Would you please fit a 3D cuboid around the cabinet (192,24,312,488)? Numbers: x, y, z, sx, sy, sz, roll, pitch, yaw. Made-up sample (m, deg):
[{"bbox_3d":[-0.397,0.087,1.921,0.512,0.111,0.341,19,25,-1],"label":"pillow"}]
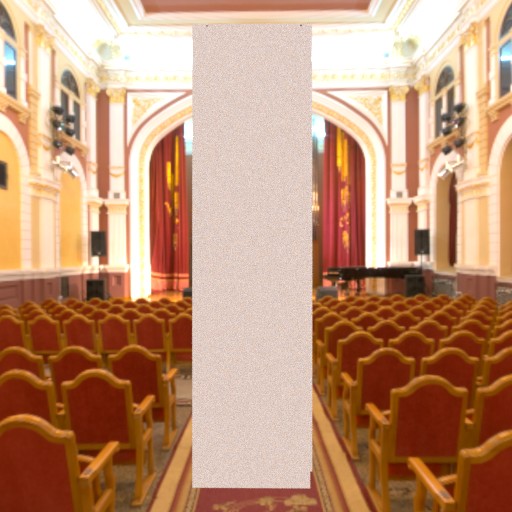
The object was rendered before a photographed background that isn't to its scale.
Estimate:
[{"bbox_3d":[0.000,0.000,2.469,0.510,1.910,1.290,0,0,1],"label":"cabinet"}]
